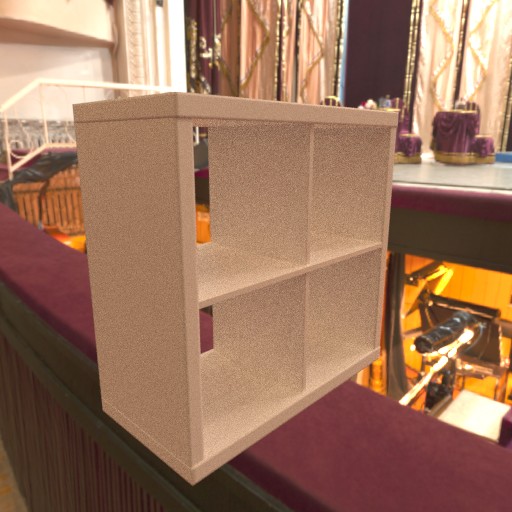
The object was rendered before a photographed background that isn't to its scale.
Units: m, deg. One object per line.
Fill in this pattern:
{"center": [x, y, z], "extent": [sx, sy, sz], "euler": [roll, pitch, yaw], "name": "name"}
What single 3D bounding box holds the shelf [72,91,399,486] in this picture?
{"center": [0.000, 0.000, 1.244], "extent": [0.390, 0.786, 0.790], "euler": [14, 20, 42], "name": "shelf"}
